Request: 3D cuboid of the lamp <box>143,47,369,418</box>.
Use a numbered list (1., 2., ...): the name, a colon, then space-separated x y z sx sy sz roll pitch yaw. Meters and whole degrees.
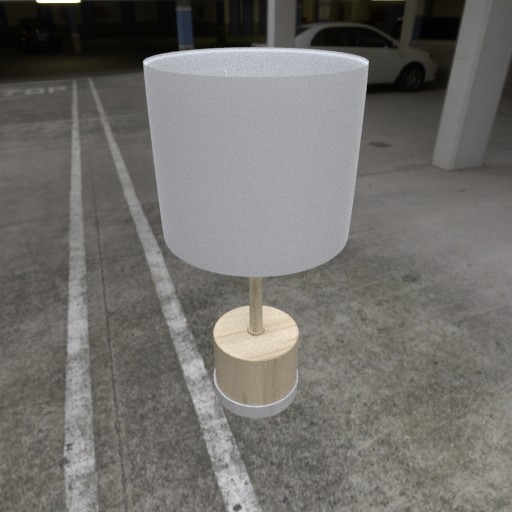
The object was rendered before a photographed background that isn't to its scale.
1. lamp: 0.000 0.000 0.574 0.229 0.470 0.229 -11 32 -18
